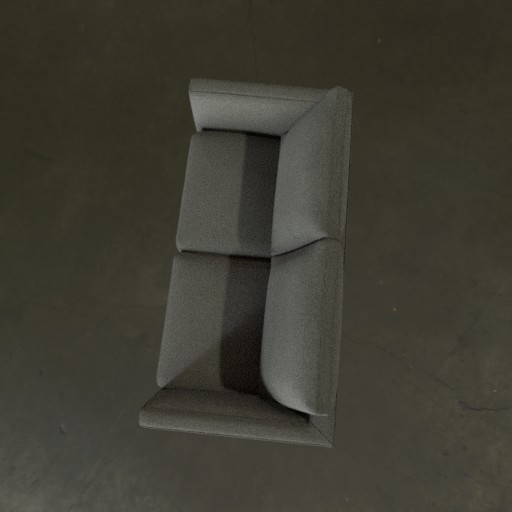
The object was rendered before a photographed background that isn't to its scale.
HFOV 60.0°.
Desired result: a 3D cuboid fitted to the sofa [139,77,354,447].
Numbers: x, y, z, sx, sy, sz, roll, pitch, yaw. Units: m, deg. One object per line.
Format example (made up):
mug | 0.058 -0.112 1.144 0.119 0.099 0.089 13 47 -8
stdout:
sofa | 0.000 0.000 2.153 0.803 0.924 1.594 6 77 1
